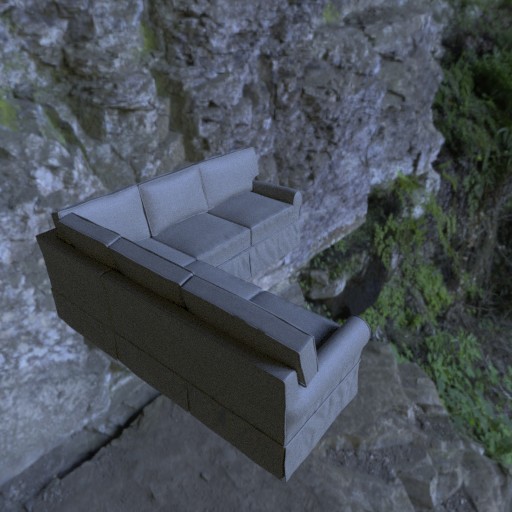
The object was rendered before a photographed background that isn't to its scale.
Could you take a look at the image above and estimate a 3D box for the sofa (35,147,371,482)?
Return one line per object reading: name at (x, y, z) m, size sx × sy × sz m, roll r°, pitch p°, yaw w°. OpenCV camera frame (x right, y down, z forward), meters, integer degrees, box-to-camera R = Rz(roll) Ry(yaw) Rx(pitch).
sofa at (0.000, 0.000, 3.978) m, size 2.618 × 1.081 × 2.623 m, roll 22°, pitch 37°, yaw 33°
